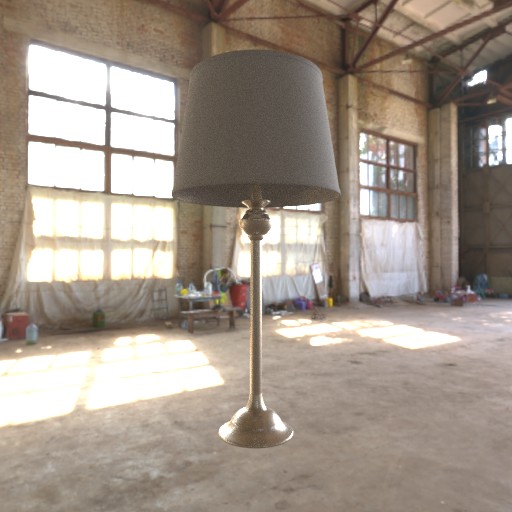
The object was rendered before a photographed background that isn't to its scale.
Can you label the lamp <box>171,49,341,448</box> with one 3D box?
[{"bbox_3d":[0.000,0.000,0.878,0.331,0.698,0.331,0,-1,0],"label":"lamp"}]
